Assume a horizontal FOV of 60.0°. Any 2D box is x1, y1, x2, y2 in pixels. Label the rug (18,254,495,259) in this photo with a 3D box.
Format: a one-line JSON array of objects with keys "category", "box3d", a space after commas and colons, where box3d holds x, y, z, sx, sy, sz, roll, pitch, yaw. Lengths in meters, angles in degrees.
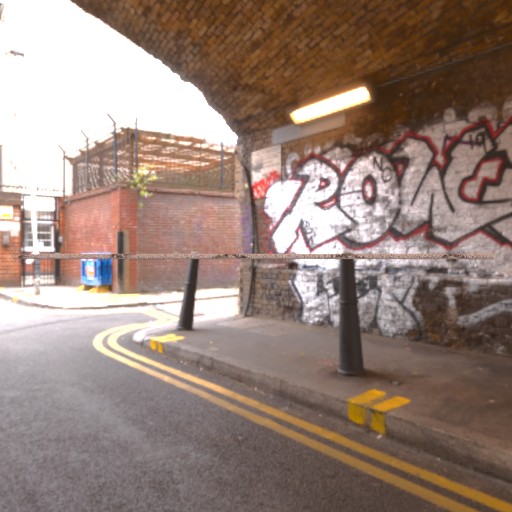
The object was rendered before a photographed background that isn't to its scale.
[{"category": "rug", "box3d": [0.000, 0.000, 3.415, 2.743, 0.030, 1.778, 0, 0, -1]}]
